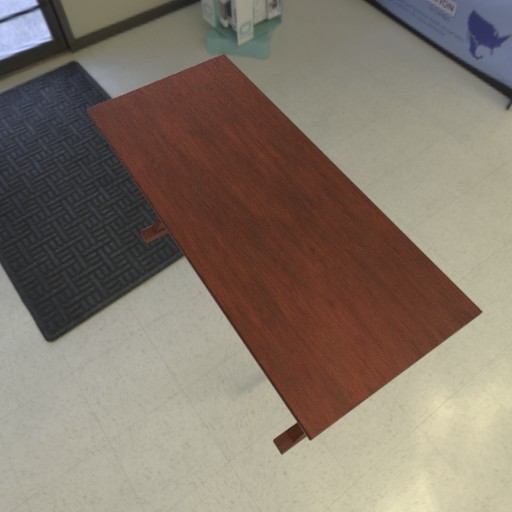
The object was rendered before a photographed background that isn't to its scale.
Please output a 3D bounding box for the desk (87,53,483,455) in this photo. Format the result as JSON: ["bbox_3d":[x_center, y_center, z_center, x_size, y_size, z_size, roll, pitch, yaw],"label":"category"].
[{"bbox_3d":[0.000,0.000,1.759,0.600,0.761,1.372,-30,64,-16],"label":"desk"}]
